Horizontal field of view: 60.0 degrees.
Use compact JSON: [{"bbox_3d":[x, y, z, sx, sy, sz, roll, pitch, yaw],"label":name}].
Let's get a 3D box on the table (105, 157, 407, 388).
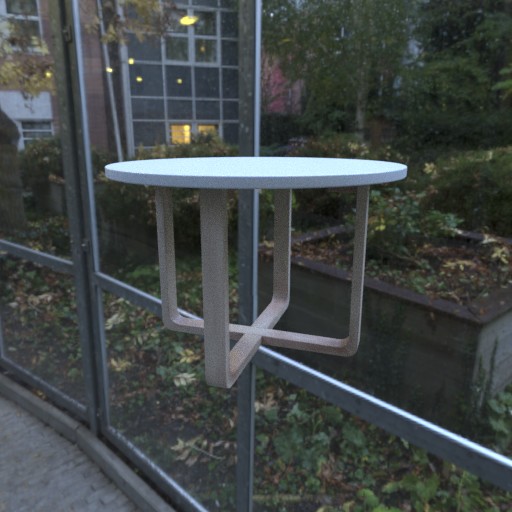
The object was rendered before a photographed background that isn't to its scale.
[{"bbox_3d":[0.000,0.000,0.978,0.600,0.400,0.600,0,15,0],"label":"table"}]
